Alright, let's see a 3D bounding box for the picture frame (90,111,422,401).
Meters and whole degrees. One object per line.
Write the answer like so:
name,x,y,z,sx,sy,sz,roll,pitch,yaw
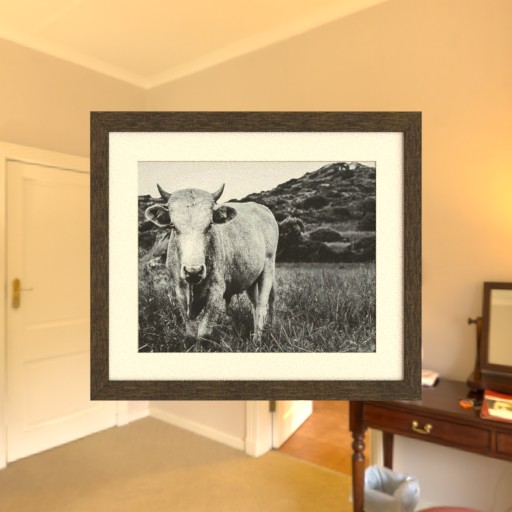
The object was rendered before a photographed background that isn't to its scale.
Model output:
picture frame,0.000,0.000,0.522,0.378,0.330,0.033,0,0,0
